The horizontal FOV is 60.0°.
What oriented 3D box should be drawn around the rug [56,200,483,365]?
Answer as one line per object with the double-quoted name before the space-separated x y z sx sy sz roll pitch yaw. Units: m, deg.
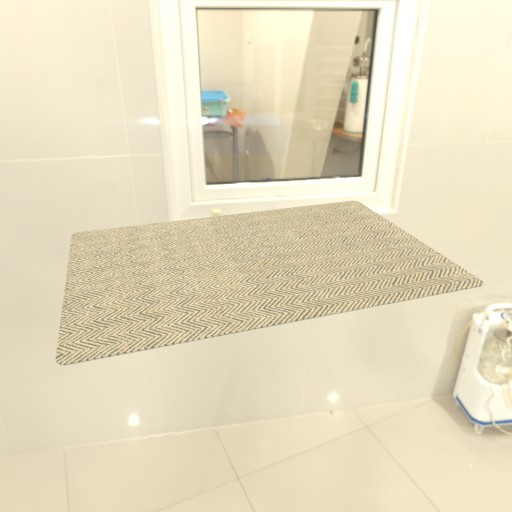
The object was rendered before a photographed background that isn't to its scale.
"rug" 0.000 0.000 2.180 1.752 0.008 1.144 -8 28 -16
